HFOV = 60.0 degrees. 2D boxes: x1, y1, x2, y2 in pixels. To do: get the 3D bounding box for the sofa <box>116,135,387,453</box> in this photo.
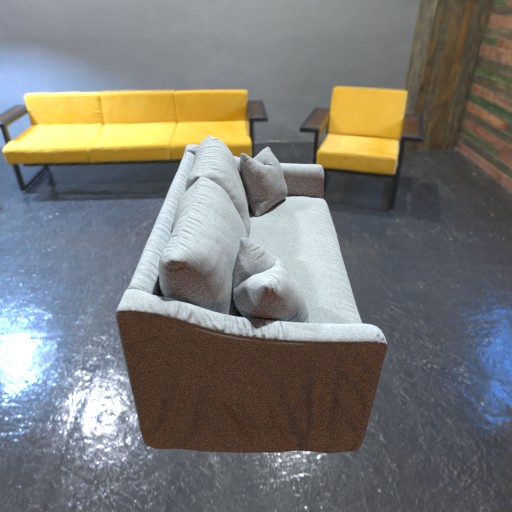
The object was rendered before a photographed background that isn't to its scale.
[{"bbox_3d":[0.000,0.000,2.656,1.072,1.018,2.010,0,32,0],"label":"sofa"}]
